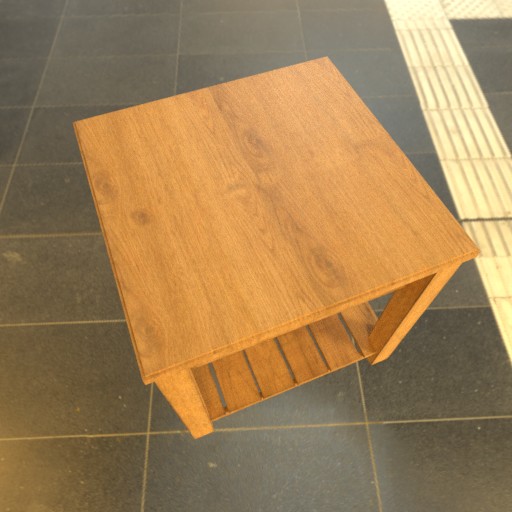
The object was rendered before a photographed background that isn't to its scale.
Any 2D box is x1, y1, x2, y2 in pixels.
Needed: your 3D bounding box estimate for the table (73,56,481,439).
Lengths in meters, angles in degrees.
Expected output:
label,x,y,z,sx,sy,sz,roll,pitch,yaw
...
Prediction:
label,x,y,z,sx,sy,sz,roll,pitch,yaw
table,0.000,0.000,1.124,0.616,0.593,0.612,-19,61,-11
